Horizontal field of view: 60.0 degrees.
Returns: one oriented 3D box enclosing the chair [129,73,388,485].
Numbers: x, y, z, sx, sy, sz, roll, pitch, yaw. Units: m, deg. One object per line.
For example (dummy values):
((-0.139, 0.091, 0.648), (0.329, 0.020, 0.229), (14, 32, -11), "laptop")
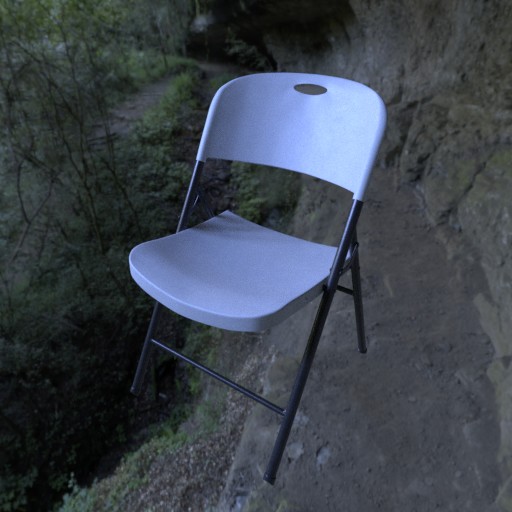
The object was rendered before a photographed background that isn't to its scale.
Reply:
((0.000, 0.000, 1.142), (0.494, 0.810, 0.566), (20, 36, 30), "chair")
